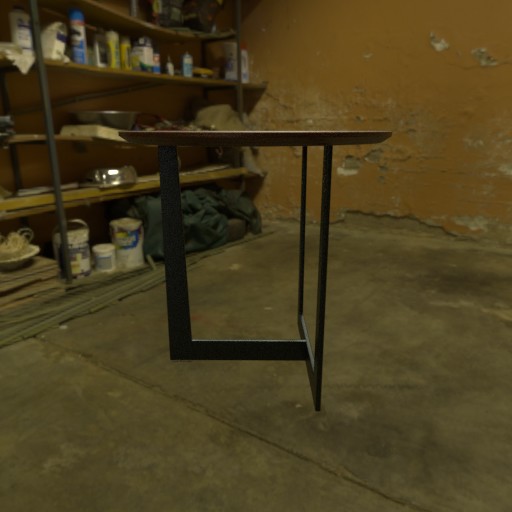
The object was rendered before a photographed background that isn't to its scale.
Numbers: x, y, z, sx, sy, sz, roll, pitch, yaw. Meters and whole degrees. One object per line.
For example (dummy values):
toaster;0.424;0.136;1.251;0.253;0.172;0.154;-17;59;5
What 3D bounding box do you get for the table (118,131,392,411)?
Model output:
table;0.000;0.000;0.879;0.494;0.476;0.477;-3;16;-10
